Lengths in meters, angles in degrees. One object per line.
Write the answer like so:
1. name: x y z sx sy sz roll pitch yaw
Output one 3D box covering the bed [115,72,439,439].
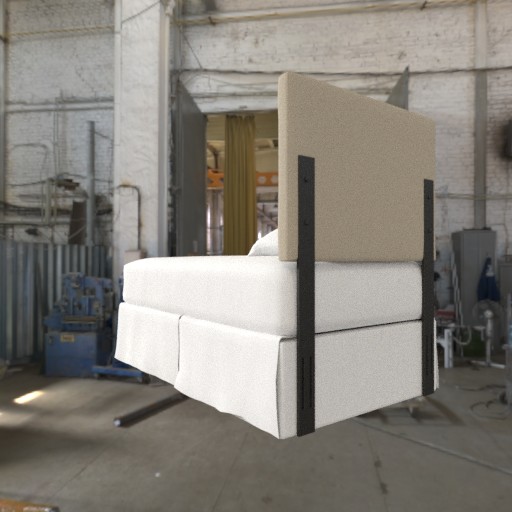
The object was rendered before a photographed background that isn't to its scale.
1. bed: 0.000 0.000 2.997 1.261 1.571 1.997 0 -1 -37
